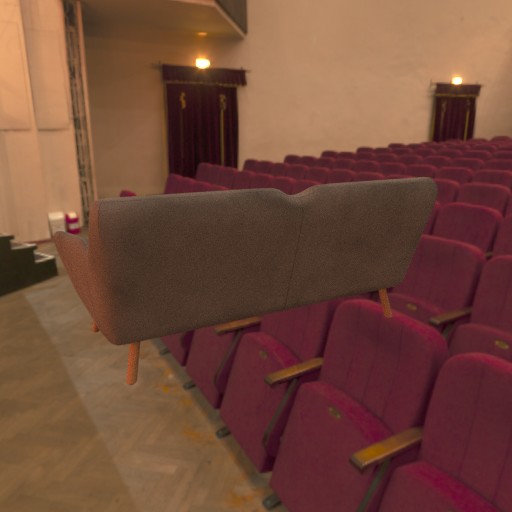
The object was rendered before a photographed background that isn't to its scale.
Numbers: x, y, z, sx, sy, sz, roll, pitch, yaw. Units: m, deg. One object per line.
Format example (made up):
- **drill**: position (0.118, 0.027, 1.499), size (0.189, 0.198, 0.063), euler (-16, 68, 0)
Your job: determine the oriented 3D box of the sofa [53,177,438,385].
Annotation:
- **sofa**: position (0.000, 0.000, 2.325), size (1.870, 0.810, 0.850), euler (-8, 18, -27)
